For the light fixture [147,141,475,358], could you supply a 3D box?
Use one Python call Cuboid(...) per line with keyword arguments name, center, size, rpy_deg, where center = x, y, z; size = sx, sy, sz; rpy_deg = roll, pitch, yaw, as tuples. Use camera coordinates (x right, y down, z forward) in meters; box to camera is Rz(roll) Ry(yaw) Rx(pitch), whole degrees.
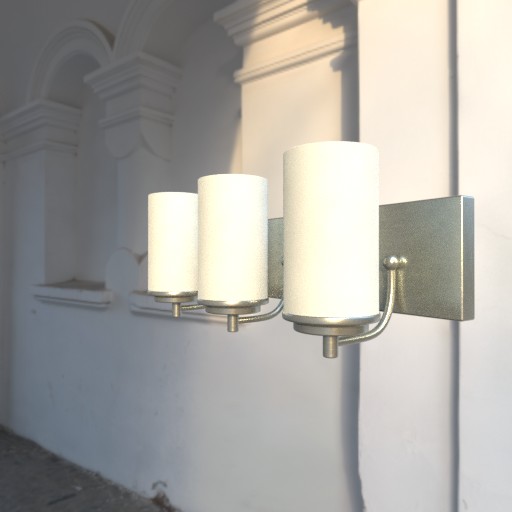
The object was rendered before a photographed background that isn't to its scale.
Cuboid(name="light fixture", center=(0.000, 0.000, 0.523), size=(0.145, 0.172, 0.451), rpy_deg=(0, 0, -34))
